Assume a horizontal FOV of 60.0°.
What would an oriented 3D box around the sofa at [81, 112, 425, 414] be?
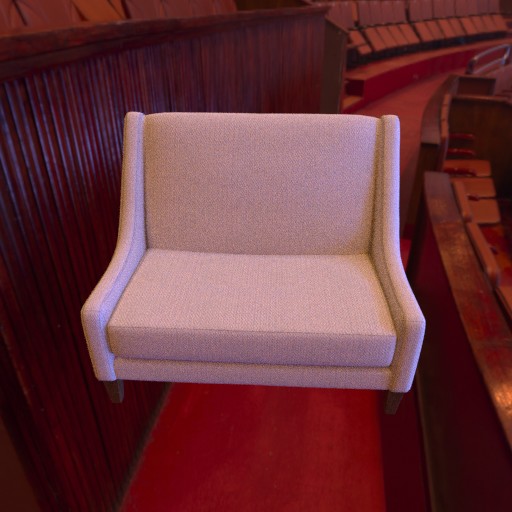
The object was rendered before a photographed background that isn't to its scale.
[{"bbox_3d":[0.000,0.000,1.894,1.242,1.022,0.870,2,31,3],"label":"sofa"}]
